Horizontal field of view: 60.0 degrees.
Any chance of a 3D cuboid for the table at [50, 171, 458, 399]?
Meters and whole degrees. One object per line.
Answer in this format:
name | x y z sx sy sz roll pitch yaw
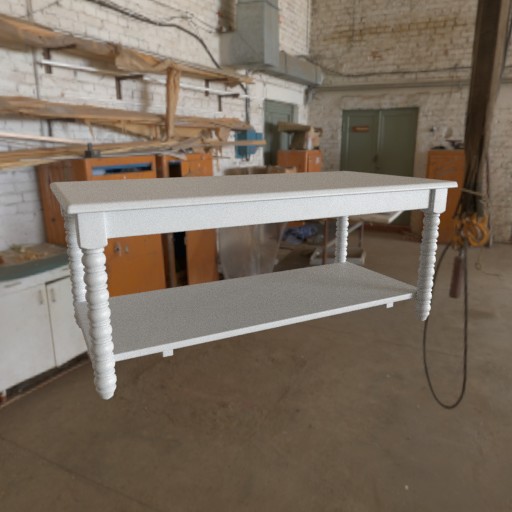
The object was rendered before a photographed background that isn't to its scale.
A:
table | 0.000 0.000 1.470 1.171 0.487 0.580 -7 16 -26
